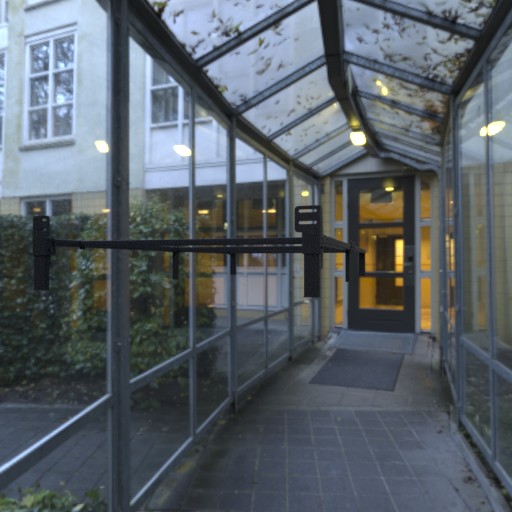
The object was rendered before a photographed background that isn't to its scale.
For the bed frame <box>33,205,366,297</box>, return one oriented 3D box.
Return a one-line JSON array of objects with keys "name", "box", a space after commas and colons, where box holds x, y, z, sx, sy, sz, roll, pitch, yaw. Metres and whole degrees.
[{"name": "bed frame", "box": [0.000, 0.000, 2.236, 0.968, 0.248, 1.897, 0, -1, 18]}]
